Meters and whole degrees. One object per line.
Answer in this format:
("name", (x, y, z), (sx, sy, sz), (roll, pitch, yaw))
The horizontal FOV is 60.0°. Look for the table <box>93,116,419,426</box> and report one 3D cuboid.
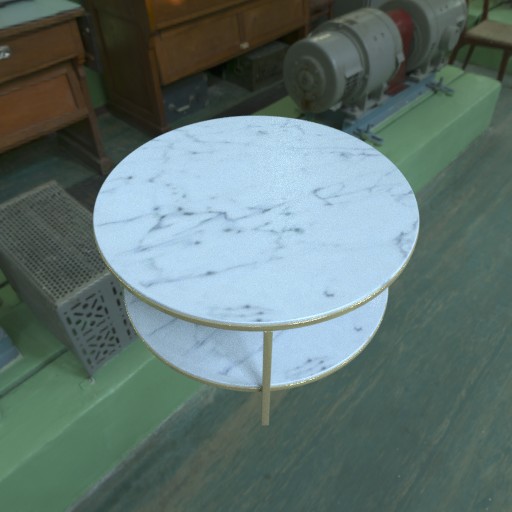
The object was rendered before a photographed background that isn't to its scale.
("table", (0.000, 0.000, 1.275), (0.800, 0.450, 0.800), (0, 46, 0))
